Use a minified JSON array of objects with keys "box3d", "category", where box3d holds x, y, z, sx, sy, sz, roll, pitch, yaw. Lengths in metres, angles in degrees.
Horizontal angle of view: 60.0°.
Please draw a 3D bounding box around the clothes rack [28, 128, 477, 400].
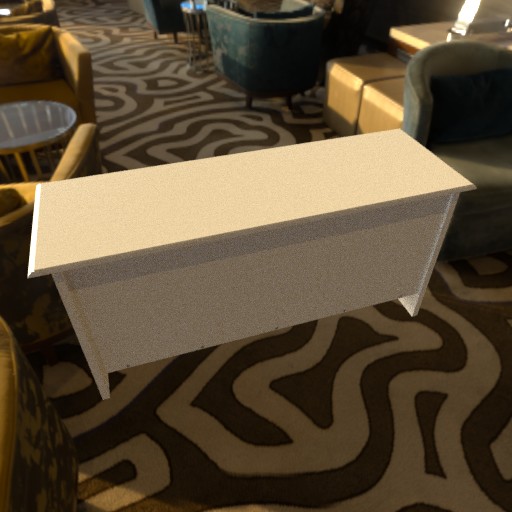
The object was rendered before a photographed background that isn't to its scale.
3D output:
[{"box3d":[0.000,0.000,1.463,1.218,0.558,0.405,-12,42,-14],"category":"clothes rack"}]
